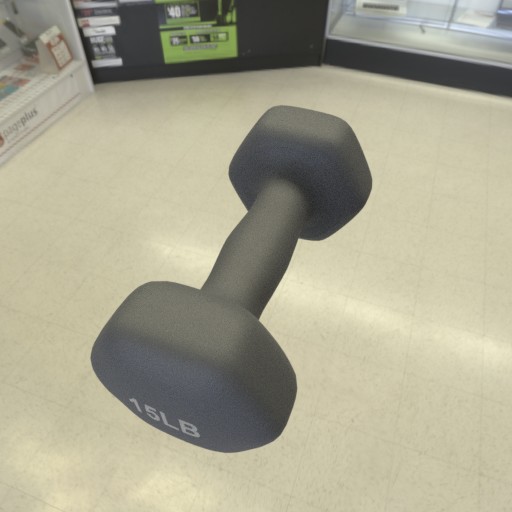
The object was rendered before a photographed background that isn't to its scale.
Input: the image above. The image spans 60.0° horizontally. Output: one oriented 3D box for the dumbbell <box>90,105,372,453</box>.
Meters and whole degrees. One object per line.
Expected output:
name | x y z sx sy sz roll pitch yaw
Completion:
dumbbell | 0.000 0.000 0.298 0.116 0.105 0.240 17 50 15
